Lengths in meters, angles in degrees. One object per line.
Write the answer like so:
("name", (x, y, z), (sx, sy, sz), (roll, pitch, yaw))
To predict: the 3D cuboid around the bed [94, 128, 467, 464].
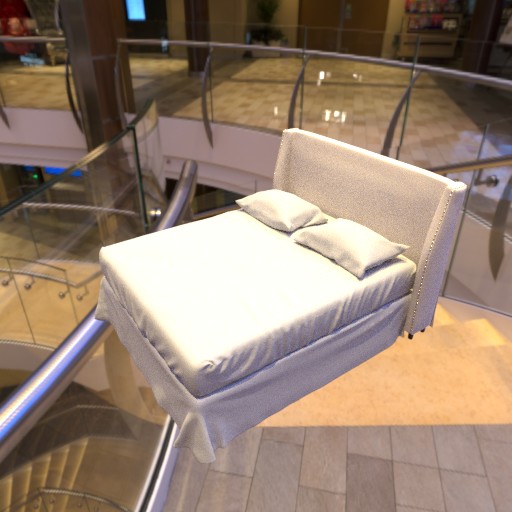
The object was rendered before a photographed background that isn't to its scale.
("bed", (0.000, 0.000, 3.500), (2.276, 1.332, 1.925), (-19, 36, -30))
